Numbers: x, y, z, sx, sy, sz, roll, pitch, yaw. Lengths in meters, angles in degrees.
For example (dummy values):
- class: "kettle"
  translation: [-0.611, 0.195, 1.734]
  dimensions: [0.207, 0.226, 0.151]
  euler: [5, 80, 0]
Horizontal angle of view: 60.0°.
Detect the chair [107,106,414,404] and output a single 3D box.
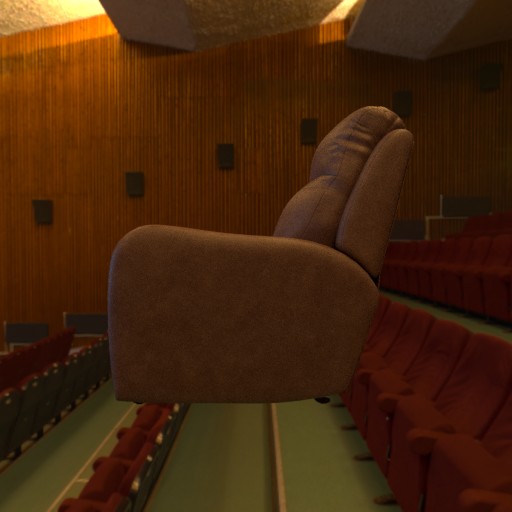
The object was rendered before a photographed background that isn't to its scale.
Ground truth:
- class: "chair"
  translation: [0.000, 0.000, 1.833]
  dimensions: [1.067, 1.067, 0.865]
  euler: [0, 1, -1]
